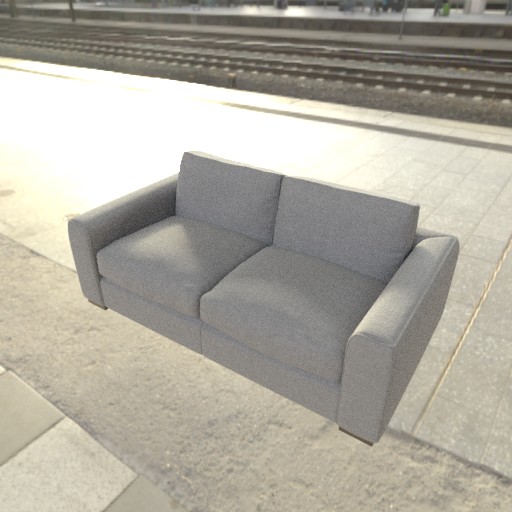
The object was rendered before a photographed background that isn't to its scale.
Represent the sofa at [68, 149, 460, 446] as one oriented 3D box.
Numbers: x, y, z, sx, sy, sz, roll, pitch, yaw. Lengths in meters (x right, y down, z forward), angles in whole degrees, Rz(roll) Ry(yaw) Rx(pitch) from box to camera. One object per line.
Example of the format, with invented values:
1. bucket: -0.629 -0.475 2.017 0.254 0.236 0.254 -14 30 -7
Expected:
1. sofa: 0.000 0.000 2.479 1.920 0.800 1.069 19 36 28
